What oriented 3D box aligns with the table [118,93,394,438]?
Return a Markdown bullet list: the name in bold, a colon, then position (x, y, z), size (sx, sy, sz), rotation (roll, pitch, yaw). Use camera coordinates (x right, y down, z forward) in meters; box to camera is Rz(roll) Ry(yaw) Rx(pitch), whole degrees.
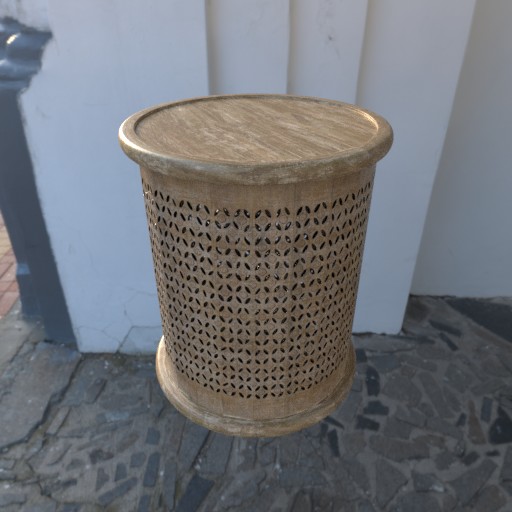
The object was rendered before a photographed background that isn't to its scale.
- **table**: position (0.000, 0.000, 0.797), size (0.407, 0.482, 0.407), rotation (0, 31, 0)
